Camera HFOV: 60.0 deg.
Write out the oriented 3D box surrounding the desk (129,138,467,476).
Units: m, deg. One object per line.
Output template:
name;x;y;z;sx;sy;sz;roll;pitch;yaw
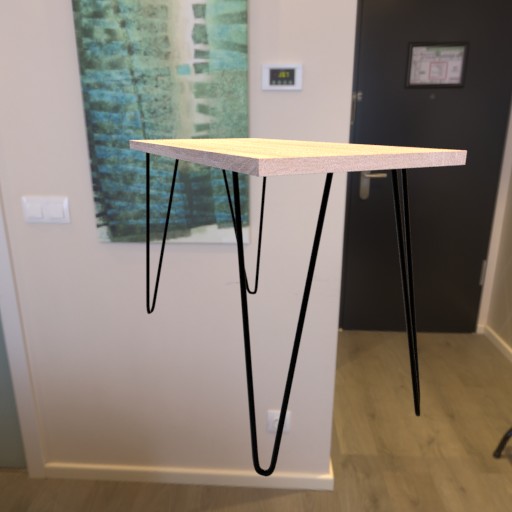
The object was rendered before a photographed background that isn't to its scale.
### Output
desk;0.000;0.000;1.348;0.499;0.660;0.991;-8;18;-26
